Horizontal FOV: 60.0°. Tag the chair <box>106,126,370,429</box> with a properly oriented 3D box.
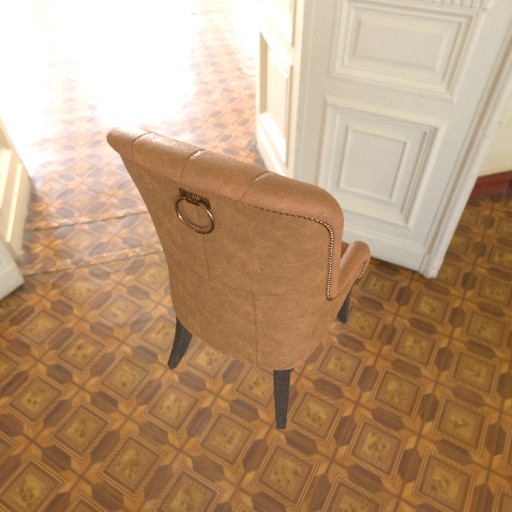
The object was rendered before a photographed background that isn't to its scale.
[{"bbox_3d":[0.000,0.000,1.469,0.634,1.091,0.629,22,51,20],"label":"chair"}]
